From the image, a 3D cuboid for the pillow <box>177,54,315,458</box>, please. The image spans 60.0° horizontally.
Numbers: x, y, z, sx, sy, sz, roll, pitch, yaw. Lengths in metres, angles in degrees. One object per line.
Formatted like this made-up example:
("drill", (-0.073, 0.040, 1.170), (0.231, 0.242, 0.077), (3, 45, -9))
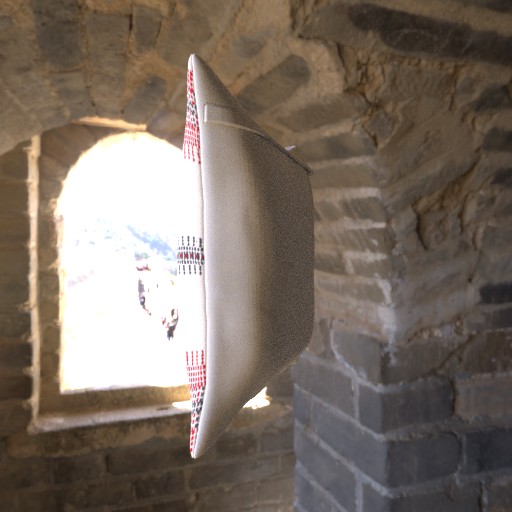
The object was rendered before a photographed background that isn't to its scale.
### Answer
("pillow", (0.000, 0.000, 0.713), (0.160, 0.454, 0.463), (0, 1, 19))
